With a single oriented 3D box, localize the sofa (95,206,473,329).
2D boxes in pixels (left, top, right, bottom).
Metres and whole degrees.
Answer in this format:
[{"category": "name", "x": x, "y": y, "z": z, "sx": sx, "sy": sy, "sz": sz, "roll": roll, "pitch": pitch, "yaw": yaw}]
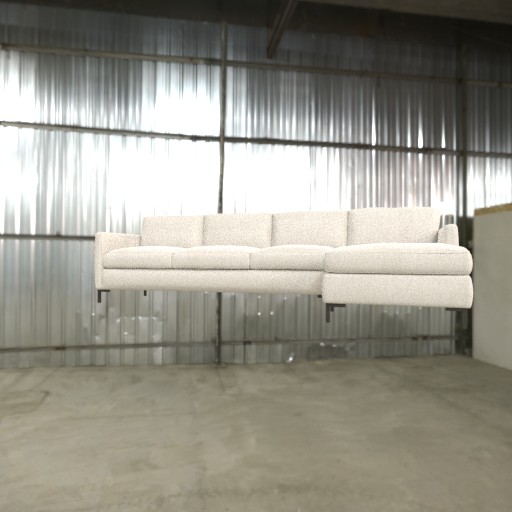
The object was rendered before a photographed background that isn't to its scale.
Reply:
[{"category": "sofa", "x": 0.000, "y": 0.000, "z": 2.905, "sx": 2.445, "sy": 0.677, "sz": 1.126, "roll": 0, "pitch": 0, "yaw": 19}]
